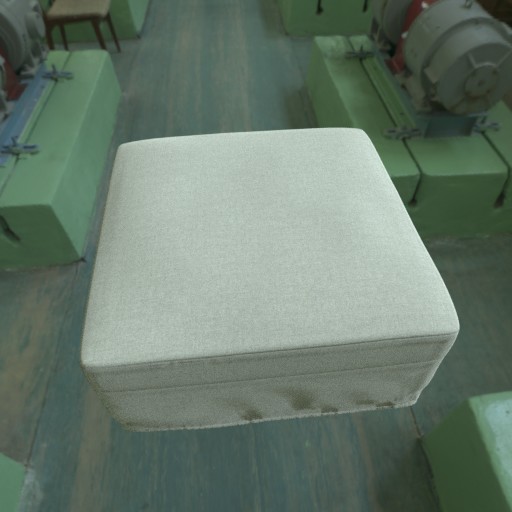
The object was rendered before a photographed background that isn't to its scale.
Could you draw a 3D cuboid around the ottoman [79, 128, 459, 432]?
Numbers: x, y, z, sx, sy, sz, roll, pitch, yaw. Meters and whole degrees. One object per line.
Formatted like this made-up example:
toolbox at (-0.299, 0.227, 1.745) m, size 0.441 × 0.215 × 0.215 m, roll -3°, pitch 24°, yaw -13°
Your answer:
ottoman at (0.000, 0.000, 1.319) m, size 0.840 × 0.436 × 0.843 m, roll -4°, pitch 47°, yaw -4°
